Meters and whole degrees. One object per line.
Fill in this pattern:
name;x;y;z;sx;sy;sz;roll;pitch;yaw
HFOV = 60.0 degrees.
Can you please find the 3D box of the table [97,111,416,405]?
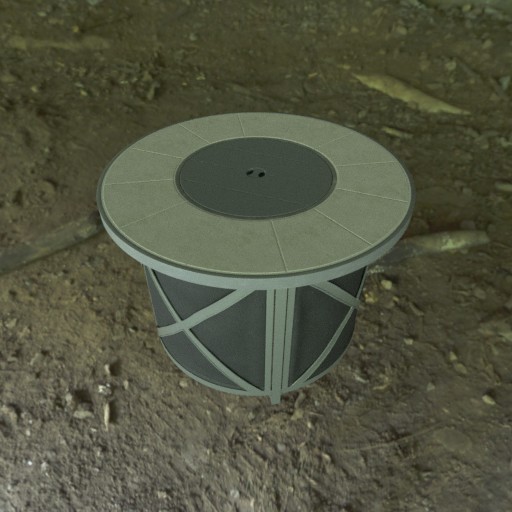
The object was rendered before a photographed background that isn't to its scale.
table;0.000;0.000;1.528;0.914;0.650;0.914;0;40;0
